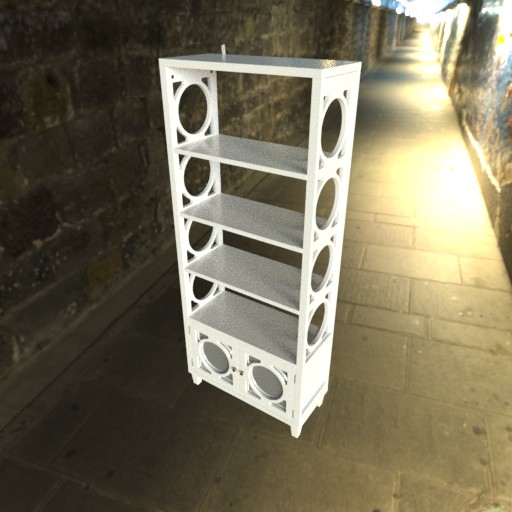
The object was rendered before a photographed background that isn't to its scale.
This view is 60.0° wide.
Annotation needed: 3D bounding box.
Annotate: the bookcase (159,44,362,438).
[{"bbox_3d":[0.000,0.000,2.203,0.761,1.869,0.361,18,33,30],"label":"bookcase"}]
